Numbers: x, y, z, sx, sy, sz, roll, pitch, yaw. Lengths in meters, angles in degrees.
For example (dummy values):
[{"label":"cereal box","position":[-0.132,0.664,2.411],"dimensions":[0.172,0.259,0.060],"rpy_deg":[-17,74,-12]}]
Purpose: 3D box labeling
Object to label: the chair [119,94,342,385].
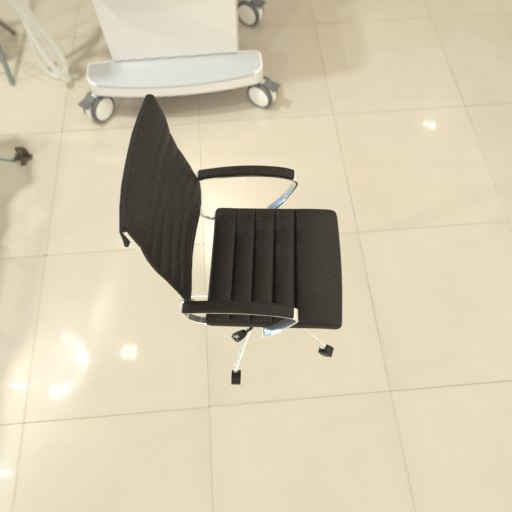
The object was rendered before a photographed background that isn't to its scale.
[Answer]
[{"label":"chair","position":[0.000,0.000,1.658],"dimensions":[0.739,1.149,0.766],"rpy_deg":[2,65,1]}]
